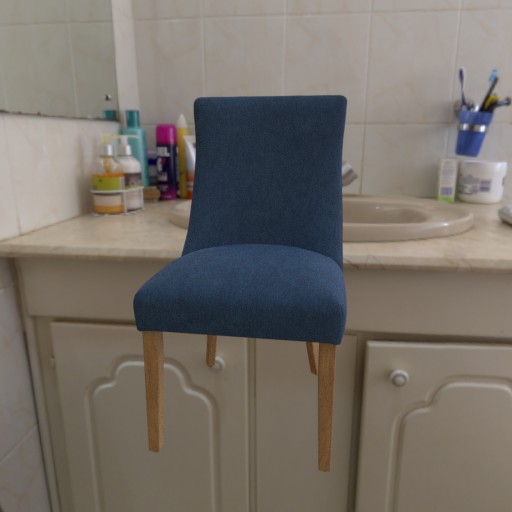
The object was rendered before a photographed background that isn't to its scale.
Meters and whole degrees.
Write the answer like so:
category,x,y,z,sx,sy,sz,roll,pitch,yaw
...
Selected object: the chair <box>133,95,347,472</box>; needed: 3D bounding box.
category,x,y,z,sx,sy,sz,roll,pitch,yaw
chair,0.000,0.000,1.248,0.495,0.902,0.609,2,14,9
